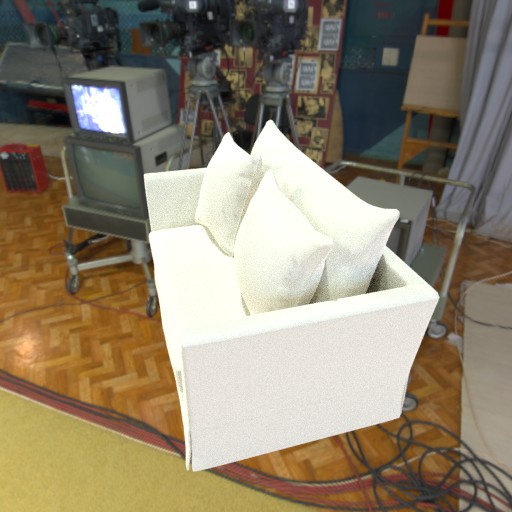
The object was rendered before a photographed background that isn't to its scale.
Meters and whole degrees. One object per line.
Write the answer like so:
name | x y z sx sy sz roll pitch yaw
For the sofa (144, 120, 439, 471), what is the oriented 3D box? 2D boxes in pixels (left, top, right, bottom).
sofa | 0.000 0.000 2.287 1.026 1.039 1.608 -9 32 -14
